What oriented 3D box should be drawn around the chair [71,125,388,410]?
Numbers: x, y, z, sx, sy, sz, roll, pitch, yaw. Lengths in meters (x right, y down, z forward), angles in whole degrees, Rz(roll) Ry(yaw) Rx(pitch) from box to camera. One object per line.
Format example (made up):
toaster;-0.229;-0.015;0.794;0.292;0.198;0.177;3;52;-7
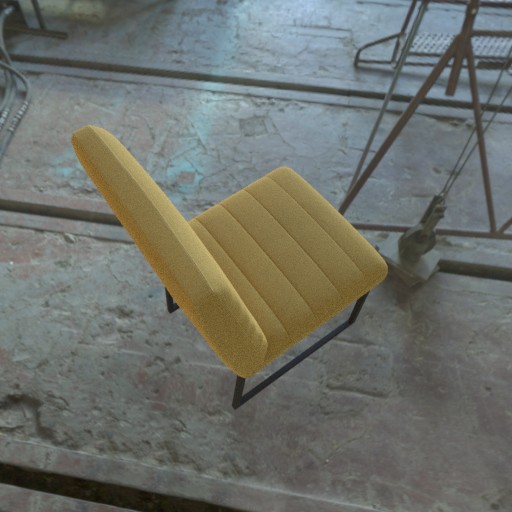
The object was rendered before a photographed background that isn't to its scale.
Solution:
chair;0.000;0.000;1.303;0.634;0.930;0.520;-32;64;-18
